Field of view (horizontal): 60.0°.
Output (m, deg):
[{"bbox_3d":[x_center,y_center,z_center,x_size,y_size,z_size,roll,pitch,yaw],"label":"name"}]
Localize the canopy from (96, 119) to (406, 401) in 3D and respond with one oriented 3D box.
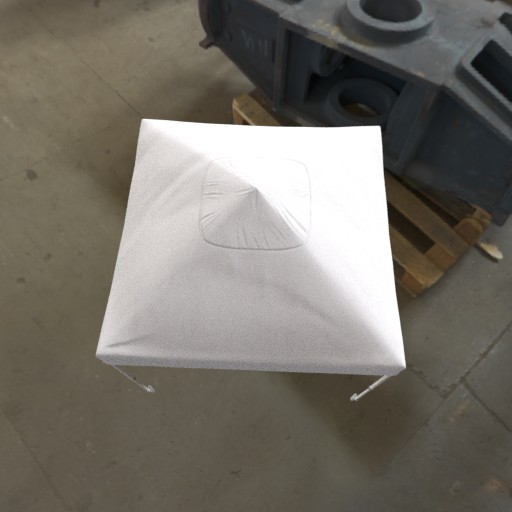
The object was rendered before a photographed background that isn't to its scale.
[{"bbox_3d":[0.000,0.000,5.542,2.998,2.997,2.996,2,64,1],"label":"canopy"}]
